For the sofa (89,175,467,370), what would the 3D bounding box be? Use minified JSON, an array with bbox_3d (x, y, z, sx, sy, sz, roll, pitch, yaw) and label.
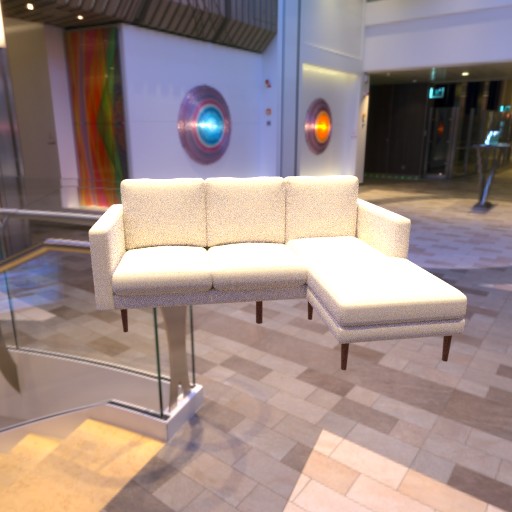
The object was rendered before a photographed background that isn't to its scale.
[{"bbox_3d":[0.000,0.000,2.903,2.029,0.899,1.580,-2,16,-9],"label":"sofa"}]
